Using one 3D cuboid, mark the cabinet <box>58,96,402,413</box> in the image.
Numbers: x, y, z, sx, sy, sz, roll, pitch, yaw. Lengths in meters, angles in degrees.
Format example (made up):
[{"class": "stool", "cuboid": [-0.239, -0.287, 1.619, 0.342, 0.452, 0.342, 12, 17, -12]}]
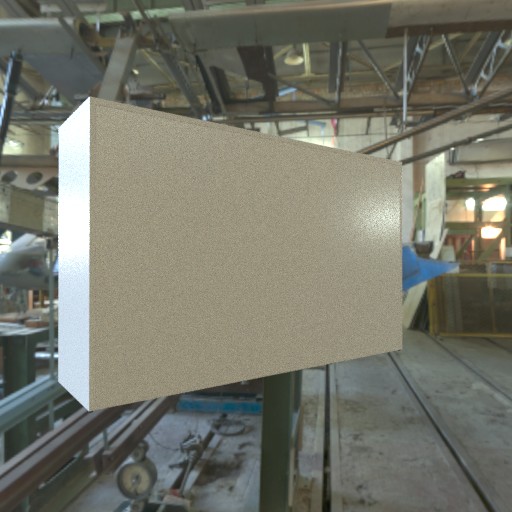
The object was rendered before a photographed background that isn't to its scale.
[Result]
[{"class": "cabinet", "cuboid": [0.000, 0.000, 1.838, 1.450, 0.900, 0.380, 0, 0, -36]}]
